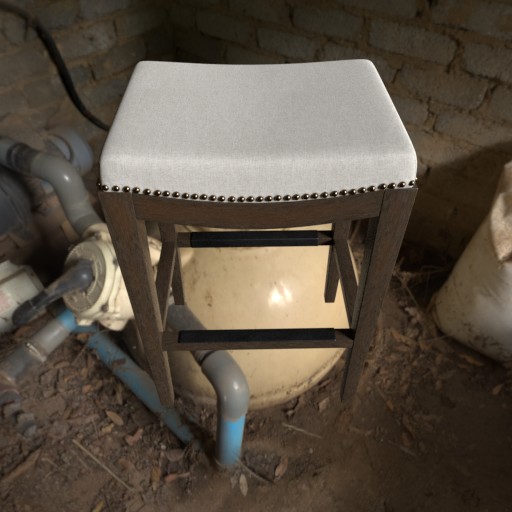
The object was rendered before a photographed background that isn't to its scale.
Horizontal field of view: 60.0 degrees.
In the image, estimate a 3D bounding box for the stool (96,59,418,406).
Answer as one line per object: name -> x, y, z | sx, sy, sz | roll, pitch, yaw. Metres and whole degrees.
stool -> 0.000, 0.000, 1.010 | 0.498, 0.759, 0.358 | -1, 46, -1
